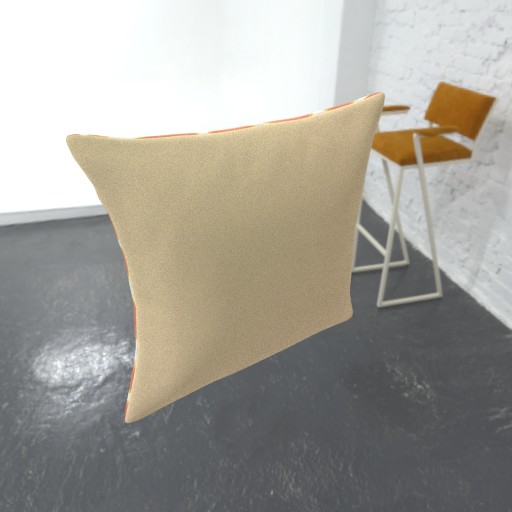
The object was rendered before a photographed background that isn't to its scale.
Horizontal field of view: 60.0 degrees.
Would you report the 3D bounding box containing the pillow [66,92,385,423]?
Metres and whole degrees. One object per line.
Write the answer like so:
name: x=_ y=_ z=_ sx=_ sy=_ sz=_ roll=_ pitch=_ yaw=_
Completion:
pillow: x=0.000 y=0.000 z=0.787 sx=0.552 sy=0.508 sz=0.166 roll=-19 pitch=35 yaw=-29
